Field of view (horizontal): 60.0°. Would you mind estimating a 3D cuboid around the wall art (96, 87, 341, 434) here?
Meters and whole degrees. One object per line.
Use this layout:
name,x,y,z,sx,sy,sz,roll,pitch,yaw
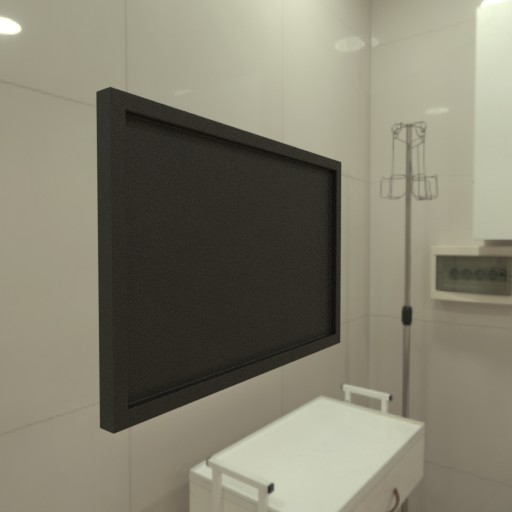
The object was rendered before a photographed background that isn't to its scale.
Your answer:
wall art,0.000,0.000,0.568,0.021,0.301,0.443,1,2,37
